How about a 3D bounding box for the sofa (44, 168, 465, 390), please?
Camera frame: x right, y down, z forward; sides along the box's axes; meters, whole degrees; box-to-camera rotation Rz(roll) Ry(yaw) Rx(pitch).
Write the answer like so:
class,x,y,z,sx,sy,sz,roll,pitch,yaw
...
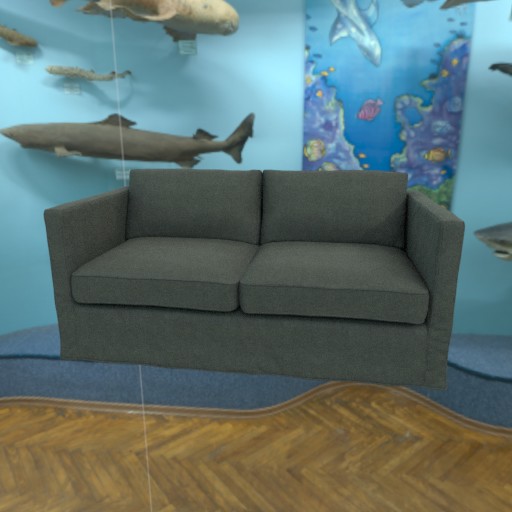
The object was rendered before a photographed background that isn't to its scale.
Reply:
class,x,y,z,sx,sy,sz,roll,pitch,yaw
sofa,0.000,0.000,2.329,1.802,0.854,0.974,2,16,8
